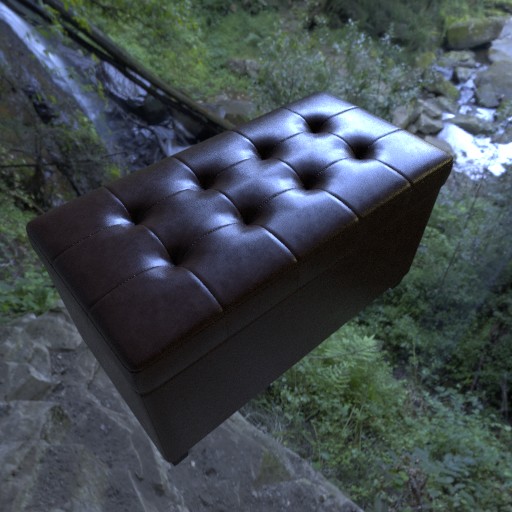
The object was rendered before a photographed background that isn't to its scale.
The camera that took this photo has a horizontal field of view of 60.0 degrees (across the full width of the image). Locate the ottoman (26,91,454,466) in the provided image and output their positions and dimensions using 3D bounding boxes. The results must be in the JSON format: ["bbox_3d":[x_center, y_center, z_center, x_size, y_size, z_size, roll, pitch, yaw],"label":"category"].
[{"bbox_3d":[0.000,0.000,1.079,0.838,0.470,0.432,-32,55,-26],"label":"ottoman"}]
